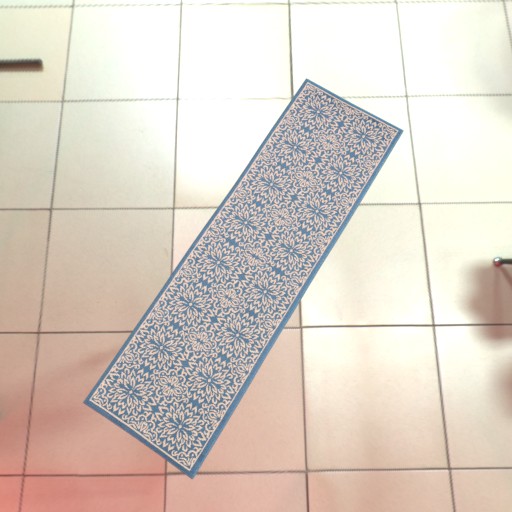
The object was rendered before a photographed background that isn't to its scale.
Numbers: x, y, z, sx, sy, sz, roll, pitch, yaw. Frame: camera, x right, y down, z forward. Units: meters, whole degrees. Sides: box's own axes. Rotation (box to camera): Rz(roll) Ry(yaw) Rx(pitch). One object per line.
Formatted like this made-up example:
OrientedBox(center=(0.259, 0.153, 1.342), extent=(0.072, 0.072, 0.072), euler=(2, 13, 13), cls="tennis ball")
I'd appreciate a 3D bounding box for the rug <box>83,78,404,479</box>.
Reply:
OrientedBox(center=(0.000, 0.000, 2.396), extent=(0.662, 0.011, 2.196), euler=(31, 78, 8), cls="rug")
